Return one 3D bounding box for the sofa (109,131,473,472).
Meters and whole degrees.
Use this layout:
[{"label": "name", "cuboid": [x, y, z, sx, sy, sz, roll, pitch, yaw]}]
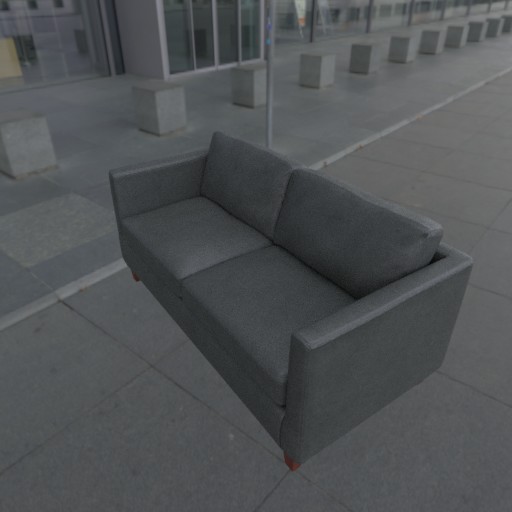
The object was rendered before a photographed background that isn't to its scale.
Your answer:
[{"label": "sofa", "cuboid": [0.000, 0.000, 2.409, 0.951, 0.933, 1.883, -20, 37, -29]}]
